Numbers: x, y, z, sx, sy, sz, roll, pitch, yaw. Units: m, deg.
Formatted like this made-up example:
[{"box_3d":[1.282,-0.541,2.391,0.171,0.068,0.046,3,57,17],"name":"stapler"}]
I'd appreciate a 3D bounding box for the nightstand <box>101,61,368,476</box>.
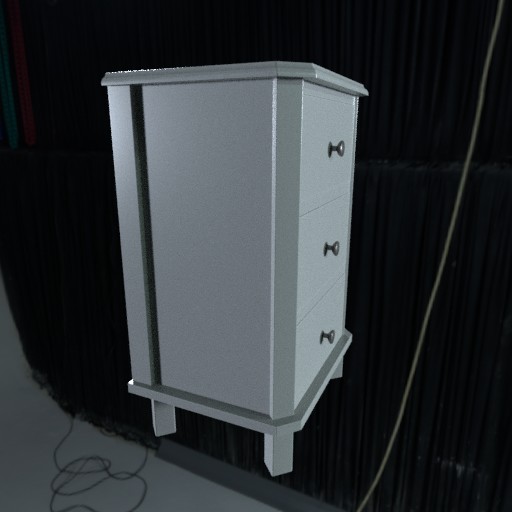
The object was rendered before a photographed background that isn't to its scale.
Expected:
[{"box_3d":[0.000,0.000,0.920,0.348,0.680,0.435,7,17,24],"name":"nightstand"}]
